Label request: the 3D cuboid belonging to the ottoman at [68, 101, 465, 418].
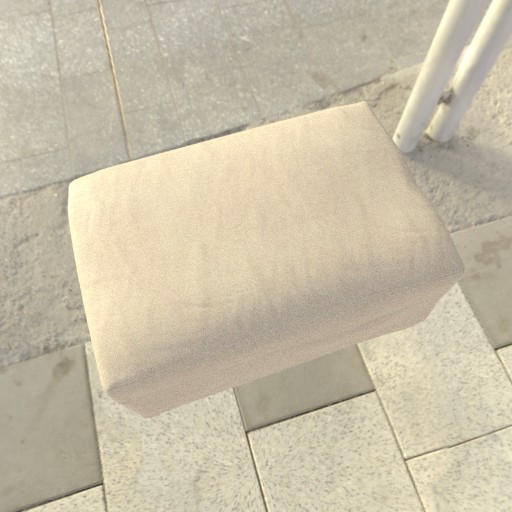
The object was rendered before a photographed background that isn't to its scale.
[{"bbox_3d":[0.000,0.000,1.213,0.872,0.444,0.590,-17,65,-8],"label":"ottoman"}]
